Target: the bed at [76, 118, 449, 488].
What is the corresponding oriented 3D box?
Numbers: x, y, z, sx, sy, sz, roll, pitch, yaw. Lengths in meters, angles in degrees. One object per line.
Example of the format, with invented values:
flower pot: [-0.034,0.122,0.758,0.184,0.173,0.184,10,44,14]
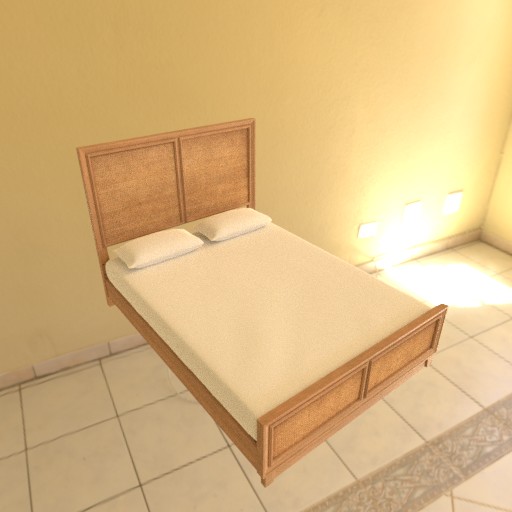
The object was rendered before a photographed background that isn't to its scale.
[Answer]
bed: [0.000,0.000,3.230,1.606,1.387,2.184,-21,36,-32]
